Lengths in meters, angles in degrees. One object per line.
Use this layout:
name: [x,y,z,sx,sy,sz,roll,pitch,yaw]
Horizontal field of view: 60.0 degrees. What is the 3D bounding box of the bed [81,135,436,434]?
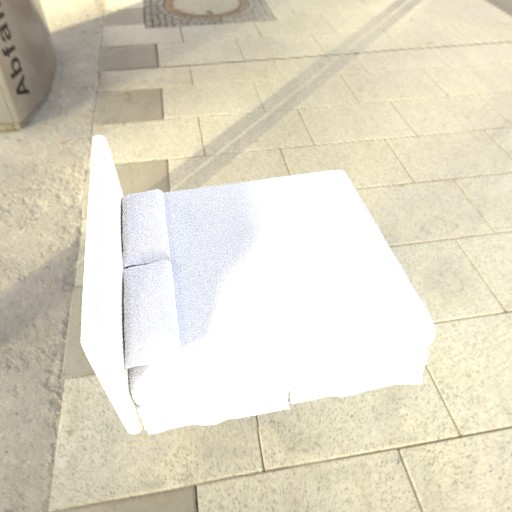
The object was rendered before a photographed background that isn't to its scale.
bed: [0.000,0.000,3.595,2.341,1.317,2.119,-9,48,-8]
